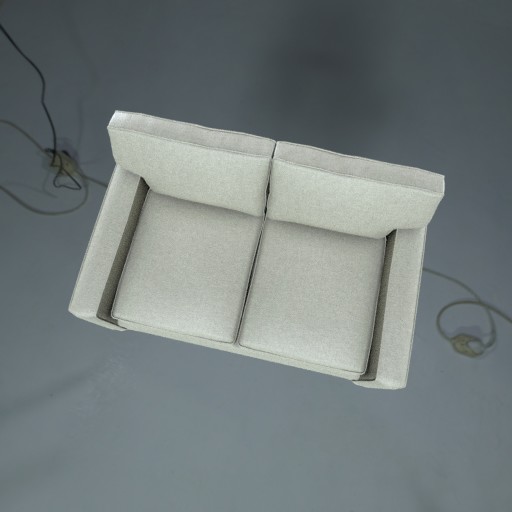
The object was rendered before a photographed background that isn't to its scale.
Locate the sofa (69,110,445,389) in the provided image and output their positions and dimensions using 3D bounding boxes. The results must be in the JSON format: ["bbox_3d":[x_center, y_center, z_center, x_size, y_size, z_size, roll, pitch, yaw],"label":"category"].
[{"bbox_3d":[0.000,0.000,2.113,1.484,0.853,0.940,12,75,3],"label":"sofa"}]
